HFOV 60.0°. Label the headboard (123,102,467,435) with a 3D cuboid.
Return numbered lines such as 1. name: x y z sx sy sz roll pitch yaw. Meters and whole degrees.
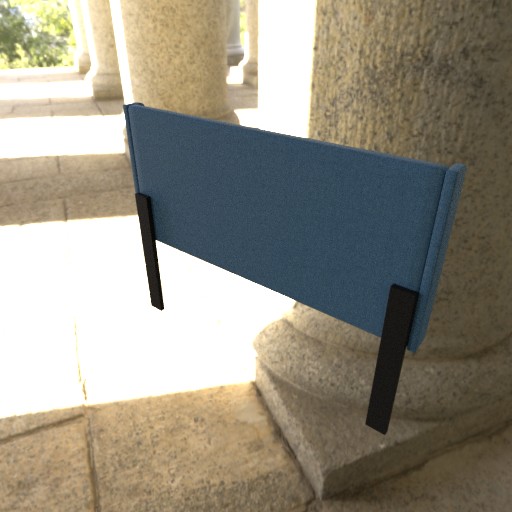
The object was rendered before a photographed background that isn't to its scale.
1. headboard: 0.000 0.000 2.666 2.051 1.524 0.184 21 36 32
